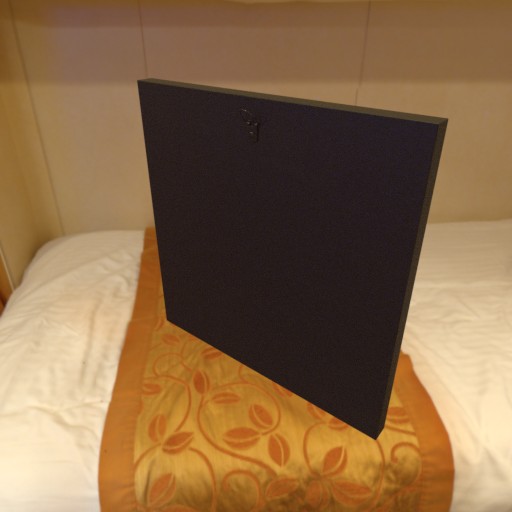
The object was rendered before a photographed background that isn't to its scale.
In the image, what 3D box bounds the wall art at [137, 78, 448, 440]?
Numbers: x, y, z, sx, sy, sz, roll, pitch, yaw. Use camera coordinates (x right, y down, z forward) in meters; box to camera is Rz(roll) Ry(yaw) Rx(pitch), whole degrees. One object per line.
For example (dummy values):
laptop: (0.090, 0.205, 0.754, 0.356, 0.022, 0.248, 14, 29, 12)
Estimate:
wall art: (0.000, 0.000, 0.508, 0.349, 0.349, 0.038, 21, 36, 33)
